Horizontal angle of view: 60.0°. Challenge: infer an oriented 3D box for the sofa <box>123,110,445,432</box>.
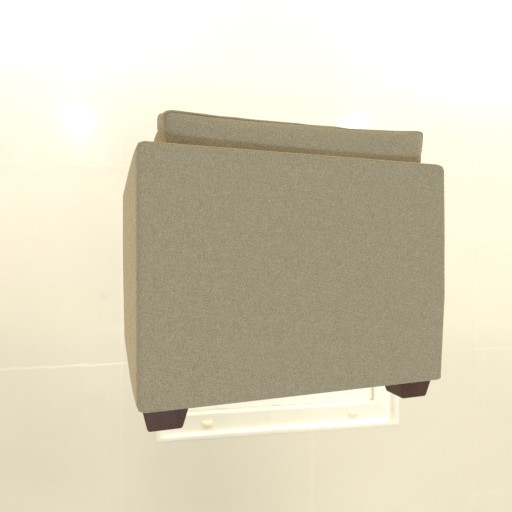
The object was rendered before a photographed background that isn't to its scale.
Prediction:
[{"bbox_3d":[0.000,0.000,1.932,1.084,1.002,1.146,0,0,-19],"label":"sofa"}]
